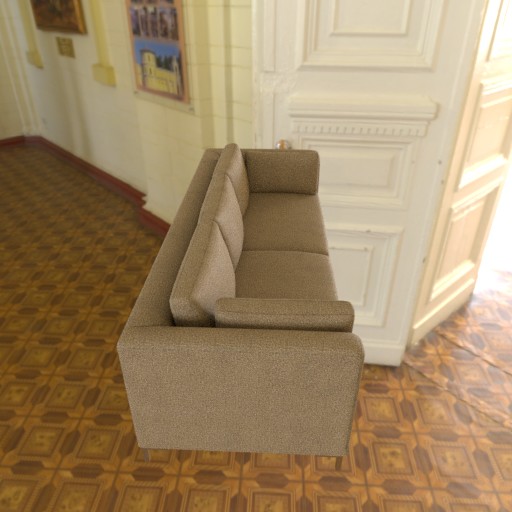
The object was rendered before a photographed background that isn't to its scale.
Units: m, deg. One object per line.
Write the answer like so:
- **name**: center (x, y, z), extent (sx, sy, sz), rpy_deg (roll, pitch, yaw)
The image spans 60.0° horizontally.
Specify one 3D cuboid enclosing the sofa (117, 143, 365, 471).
- **sofa**: center (0.000, 0.000, 2.874), extent (0.969, 0.867, 2.415), rpy_deg (1, 31, 2)
